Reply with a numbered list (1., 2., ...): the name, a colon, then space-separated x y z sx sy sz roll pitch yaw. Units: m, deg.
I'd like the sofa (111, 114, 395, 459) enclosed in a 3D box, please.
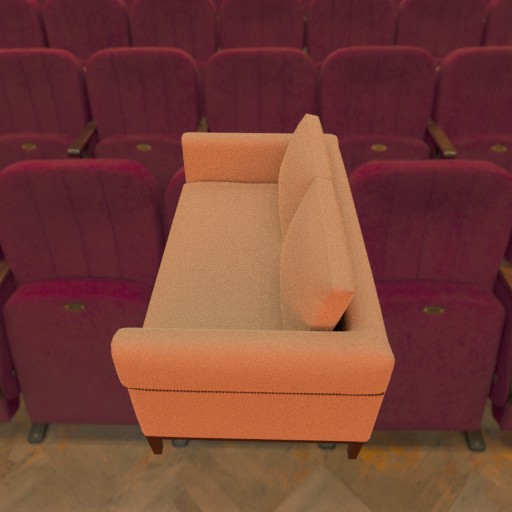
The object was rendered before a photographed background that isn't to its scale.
1. sofa: 0.000 0.000 2.119 0.905 0.873 1.598 1 40 1
